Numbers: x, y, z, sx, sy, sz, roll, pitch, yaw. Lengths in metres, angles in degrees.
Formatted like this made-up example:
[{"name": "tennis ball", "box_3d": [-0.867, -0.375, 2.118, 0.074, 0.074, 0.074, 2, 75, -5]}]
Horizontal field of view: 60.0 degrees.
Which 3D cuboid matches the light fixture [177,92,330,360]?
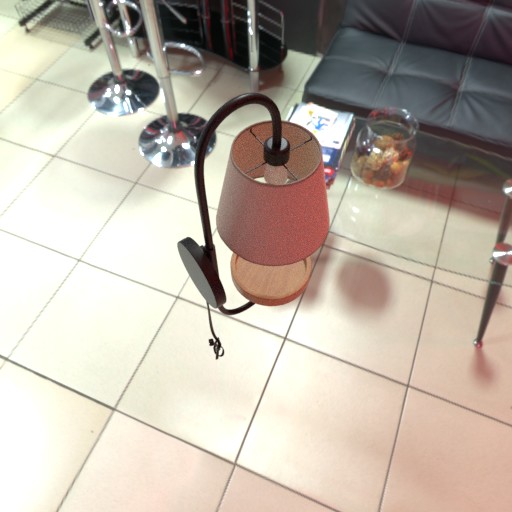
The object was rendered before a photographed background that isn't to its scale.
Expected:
[{"name": "light fixture", "box_3d": [0.000, 0.000, 0.934, 0.299, 0.821, 0.220, -30, 62, -18]}]
